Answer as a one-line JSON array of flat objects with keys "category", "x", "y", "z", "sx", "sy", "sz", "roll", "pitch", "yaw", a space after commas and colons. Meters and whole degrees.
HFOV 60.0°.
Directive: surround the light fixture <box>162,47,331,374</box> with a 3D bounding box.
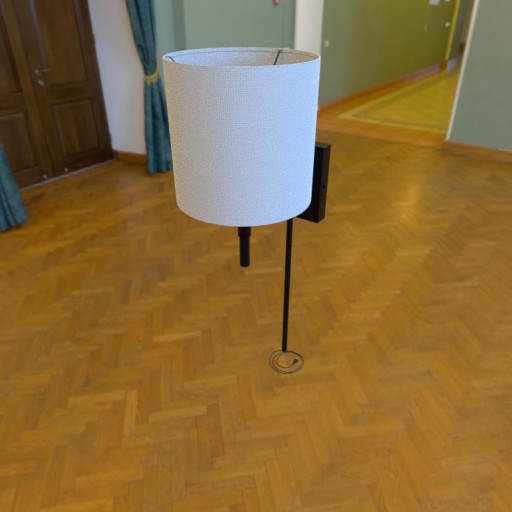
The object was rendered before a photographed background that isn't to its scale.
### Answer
[{"category": "light fixture", "x": 0.000, "y": 0.000, "z": 0.704, "sx": 0.188, "sy": 0.589, "sz": 0.248, "roll": 19, "pitch": 36, "yaw": 29}]
